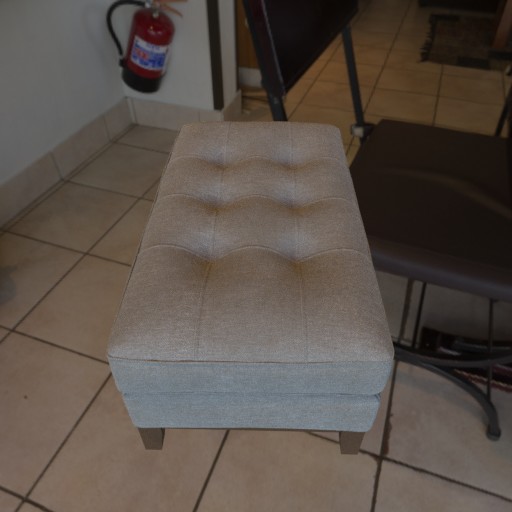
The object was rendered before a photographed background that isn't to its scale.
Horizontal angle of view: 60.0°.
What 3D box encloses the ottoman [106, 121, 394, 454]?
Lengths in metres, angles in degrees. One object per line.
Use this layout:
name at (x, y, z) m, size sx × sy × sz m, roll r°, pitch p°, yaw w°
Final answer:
ottoman at (0.000, 0.000, 1.479) m, size 0.648 × 0.514 × 1.143 m, roll 1°, pitch 42°, yaw 1°
